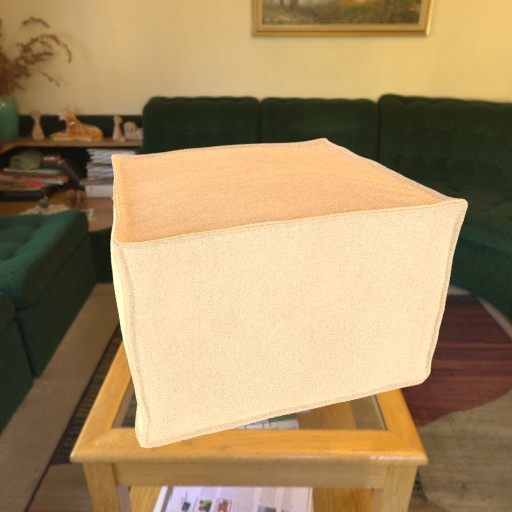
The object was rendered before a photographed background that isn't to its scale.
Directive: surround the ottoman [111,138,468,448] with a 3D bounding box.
[{"bbox_3d":[0.000,0.000,1.150,0.707,0.470,0.696,-8,27,-15],"label":"ottoman"}]
